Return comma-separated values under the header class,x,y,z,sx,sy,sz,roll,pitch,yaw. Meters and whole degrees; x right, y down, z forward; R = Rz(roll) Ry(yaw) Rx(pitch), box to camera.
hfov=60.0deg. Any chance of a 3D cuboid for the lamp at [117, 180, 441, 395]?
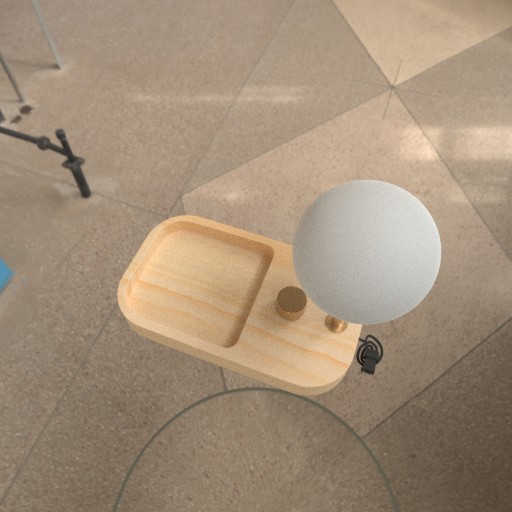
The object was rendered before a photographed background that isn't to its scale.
class,x,y,z,sx,sy,sz,roll,pitch,yaw
lamp,0.000,0.000,0.462,0.331,0.253,0.173,18,59,11
